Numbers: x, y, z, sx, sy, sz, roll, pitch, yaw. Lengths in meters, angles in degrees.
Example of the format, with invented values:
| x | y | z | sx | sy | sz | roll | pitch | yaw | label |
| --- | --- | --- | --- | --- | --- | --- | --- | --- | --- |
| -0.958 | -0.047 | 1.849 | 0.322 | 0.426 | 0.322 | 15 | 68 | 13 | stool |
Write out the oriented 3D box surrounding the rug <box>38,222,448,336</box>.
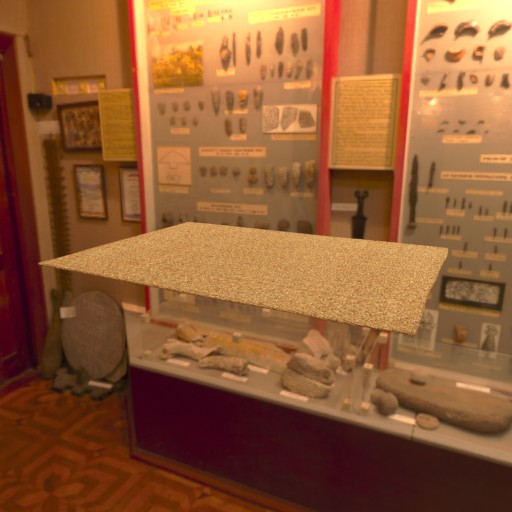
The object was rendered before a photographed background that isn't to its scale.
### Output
| x | y | z | sx | sy | sz | roll | pitch | yaw | label |
| --- | --- | --- | --- | --- | --- | --- | --- | --- | --- |
| 0.000 | 0.000 | 2.785 | 2.141 | 0.013 | 1.566 | 7 | 16 | 26 | rug |
